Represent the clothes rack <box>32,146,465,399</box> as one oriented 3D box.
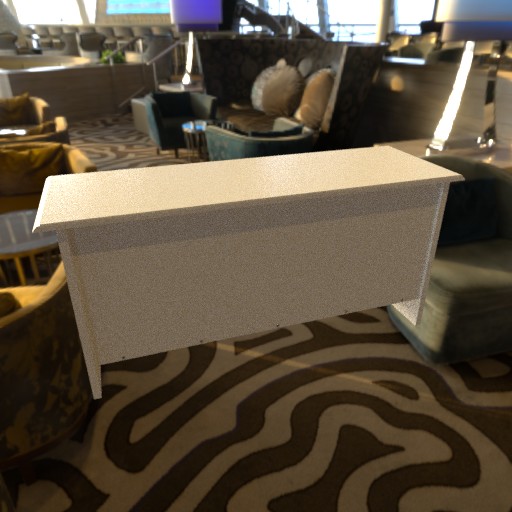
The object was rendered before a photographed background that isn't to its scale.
[{"bbox_3d":[0.000,0.000,1.479,1.218,0.558,0.405,-9,29,-17],"label":"clothes rack"}]
